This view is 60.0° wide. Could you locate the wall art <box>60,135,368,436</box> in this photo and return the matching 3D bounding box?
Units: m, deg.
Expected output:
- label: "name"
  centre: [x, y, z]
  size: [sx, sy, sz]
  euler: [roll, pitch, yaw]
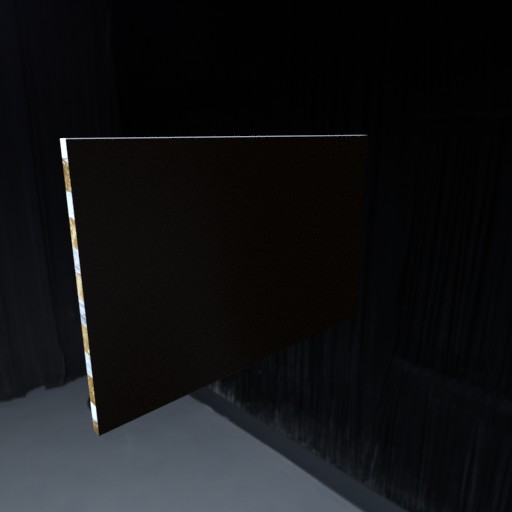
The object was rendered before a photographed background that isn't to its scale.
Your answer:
- label: "wall art"
  centre: [0.000, 0.000, 1.172]
  size: [0.932, 0.610, 0.027]
  euler: [-14, 21, -41]
